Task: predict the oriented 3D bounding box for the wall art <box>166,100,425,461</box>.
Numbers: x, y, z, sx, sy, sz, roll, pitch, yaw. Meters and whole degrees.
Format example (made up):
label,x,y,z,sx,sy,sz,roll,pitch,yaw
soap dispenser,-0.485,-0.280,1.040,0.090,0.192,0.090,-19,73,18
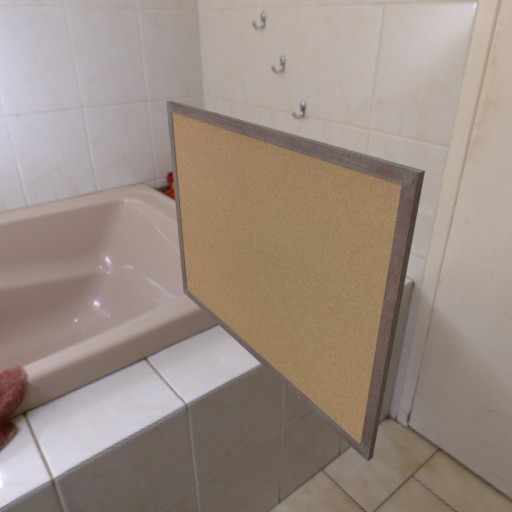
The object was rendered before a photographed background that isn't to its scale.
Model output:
label,x,y,z,sx,sy,sz,roll,pitch,yaw
wall art,0.000,0.000,1.340,0.019,0.774,1.012,-19,33,-31
